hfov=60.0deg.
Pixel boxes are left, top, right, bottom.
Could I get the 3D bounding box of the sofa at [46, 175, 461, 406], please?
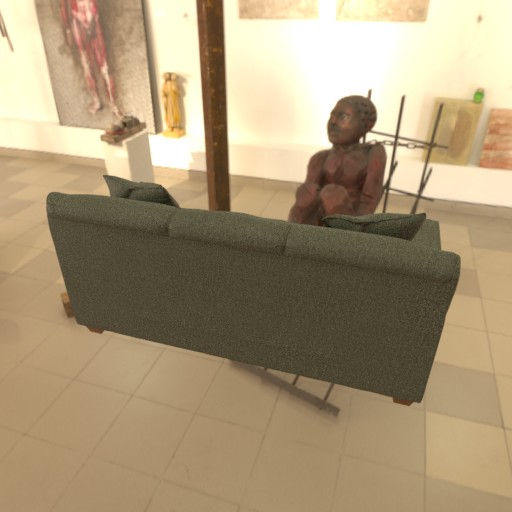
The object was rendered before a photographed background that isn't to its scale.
[{"bbox_3d":[0.000,0.000,2.622,2.024,0.958,0.997,9,33,15],"label":"sofa"}]
